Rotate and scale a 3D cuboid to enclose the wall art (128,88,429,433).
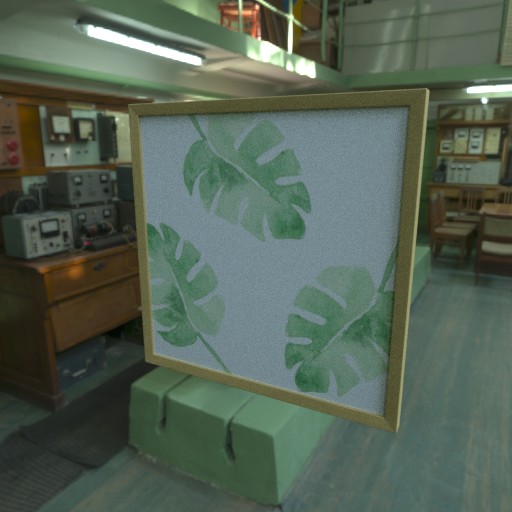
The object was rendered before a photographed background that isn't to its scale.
[{"bbox_3d":[0.000,0.000,1.134,0.763,0.763,0.037,7,16,27],"label":"wall art"}]
